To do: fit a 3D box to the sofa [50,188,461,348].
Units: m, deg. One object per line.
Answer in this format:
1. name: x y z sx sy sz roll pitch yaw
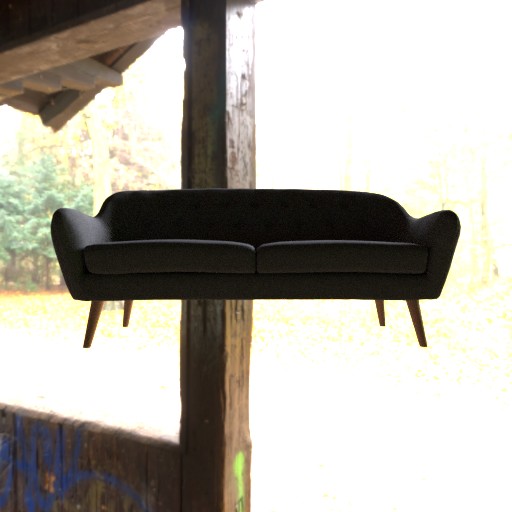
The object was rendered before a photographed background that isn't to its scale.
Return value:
1. sofa: 0.000 0.000 2.314 1.840 0.820 0.820 0 0 -1
